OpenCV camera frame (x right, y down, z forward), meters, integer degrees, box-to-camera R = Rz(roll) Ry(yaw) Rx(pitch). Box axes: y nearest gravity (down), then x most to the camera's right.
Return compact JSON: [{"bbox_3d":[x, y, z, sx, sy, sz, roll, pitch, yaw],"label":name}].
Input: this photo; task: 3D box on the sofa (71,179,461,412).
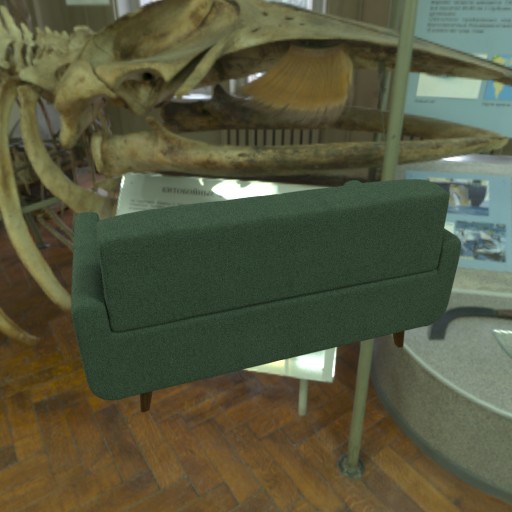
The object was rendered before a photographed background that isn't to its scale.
[{"bbox_3d":[0.000,0.000,2.158,1.631,0.841,0.909,-9,29,-17],"label":"sofa"}]
